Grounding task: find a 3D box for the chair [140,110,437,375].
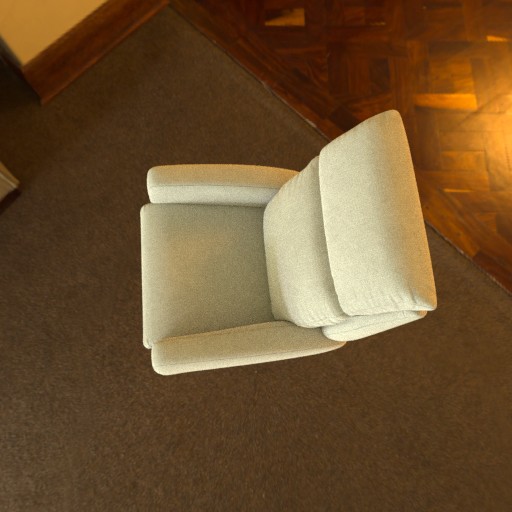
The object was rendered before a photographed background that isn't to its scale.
[{"bbox_3d":[0.000,0.000,1.681,0.941,1.015,0.812,-5,75,-1],"label":"chair"}]
